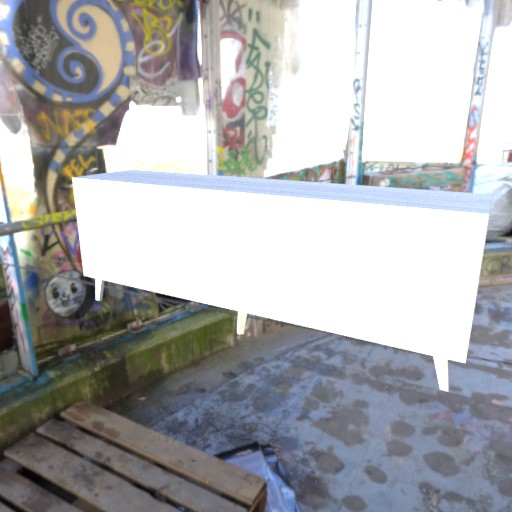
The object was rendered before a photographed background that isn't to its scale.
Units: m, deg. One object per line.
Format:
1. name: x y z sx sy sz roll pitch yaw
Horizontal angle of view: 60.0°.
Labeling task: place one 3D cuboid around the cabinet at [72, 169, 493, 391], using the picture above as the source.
1. cabinet: 0.000 0.000 2.439 2.200 0.780 0.500 9 19 27
